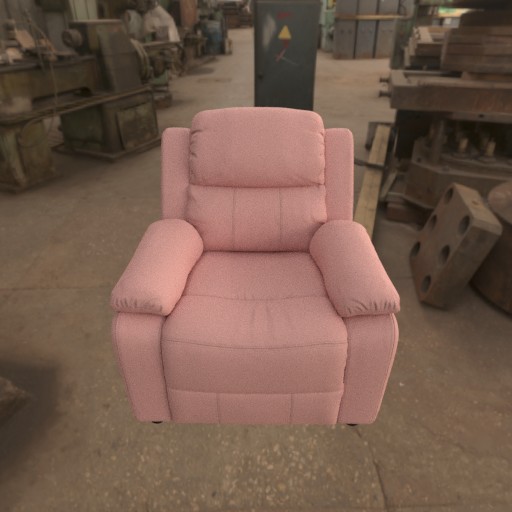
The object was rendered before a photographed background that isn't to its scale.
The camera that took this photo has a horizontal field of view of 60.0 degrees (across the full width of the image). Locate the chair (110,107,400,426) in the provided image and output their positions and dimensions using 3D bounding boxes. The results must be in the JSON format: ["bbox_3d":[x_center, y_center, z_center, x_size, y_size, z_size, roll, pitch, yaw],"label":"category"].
[{"bbox_3d":[0.000,0.000,1.268,0.680,0.702,0.709,0,30,1],"label":"chair"}]
